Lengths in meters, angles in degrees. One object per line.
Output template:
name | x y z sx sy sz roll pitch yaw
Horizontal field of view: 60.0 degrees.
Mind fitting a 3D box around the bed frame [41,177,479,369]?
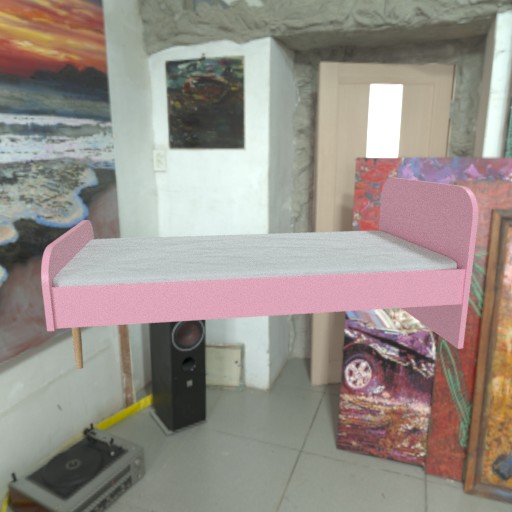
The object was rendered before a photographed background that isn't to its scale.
bed frame | 0.000 0.000 2.477 1.963 0.805 0.998 -2 14 -9
